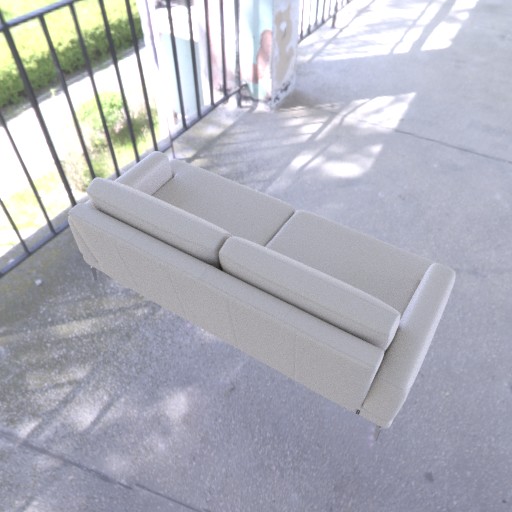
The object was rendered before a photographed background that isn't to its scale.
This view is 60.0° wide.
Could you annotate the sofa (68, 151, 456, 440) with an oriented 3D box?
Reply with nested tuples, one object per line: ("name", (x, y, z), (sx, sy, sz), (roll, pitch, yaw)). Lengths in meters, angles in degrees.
("sofa", (0.000, 0.000, 2.410), (1.940, 0.765, 0.974), (25, 53, 21))
